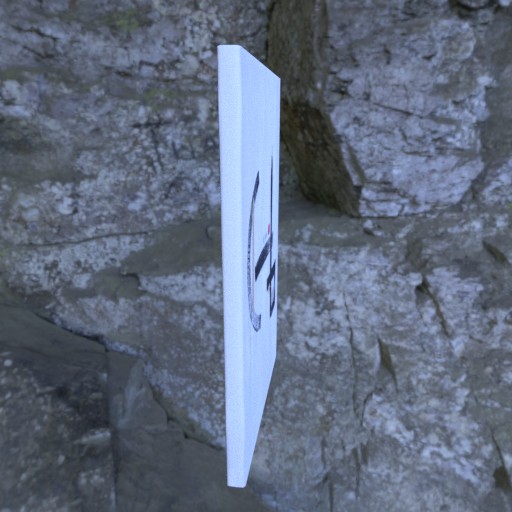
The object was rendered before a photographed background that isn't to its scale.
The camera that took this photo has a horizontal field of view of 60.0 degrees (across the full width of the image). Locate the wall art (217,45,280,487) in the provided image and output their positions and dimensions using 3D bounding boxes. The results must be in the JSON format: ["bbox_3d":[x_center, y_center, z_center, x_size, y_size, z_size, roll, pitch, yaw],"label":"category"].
[{"bbox_3d":[0.000,0.000,1.155,0.048,0.916,0.602,3,17,9],"label":"wall art"}]
